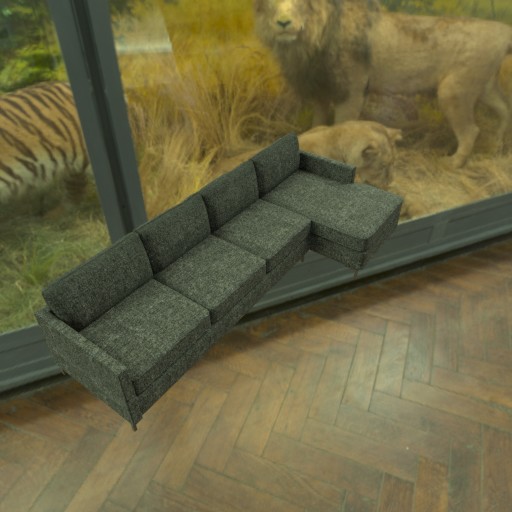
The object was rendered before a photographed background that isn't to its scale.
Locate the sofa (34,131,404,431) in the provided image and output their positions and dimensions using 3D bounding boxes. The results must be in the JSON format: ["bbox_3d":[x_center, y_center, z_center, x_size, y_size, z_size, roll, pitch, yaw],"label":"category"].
[{"bbox_3d":[0.000,0.000,4.034,1.488,0.970,3.384,25,45,27],"label":"sofa"}]
